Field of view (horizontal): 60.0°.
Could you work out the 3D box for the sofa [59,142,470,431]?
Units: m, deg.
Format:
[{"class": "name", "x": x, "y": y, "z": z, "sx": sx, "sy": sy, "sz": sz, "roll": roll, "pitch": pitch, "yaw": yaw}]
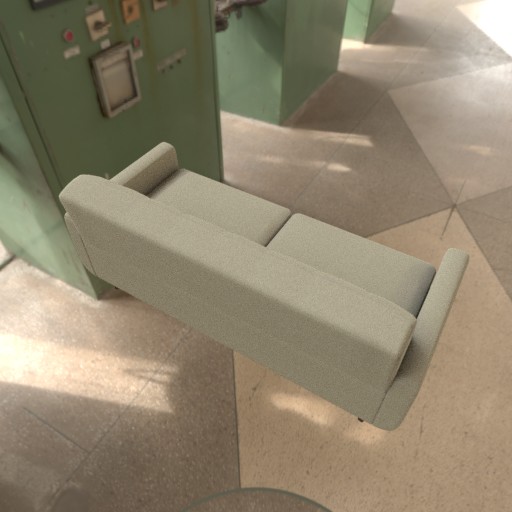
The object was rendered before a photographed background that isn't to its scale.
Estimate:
[{"class": "sofa", "x": 0.000, "y": 0.000, "z": 2.596, "sx": 2.137, "sy": 0.892, "sz": 0.980, "roll": 24, "pitch": 51, "yaw": 21}]
